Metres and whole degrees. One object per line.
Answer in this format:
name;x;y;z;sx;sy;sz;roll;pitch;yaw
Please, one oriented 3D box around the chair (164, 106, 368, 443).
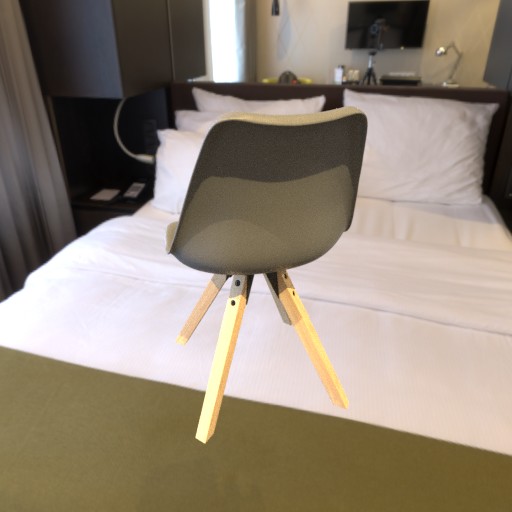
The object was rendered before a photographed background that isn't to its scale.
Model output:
chair;0.000;0.000;1.221;0.485;0.850;0.550;-8;28;-15
